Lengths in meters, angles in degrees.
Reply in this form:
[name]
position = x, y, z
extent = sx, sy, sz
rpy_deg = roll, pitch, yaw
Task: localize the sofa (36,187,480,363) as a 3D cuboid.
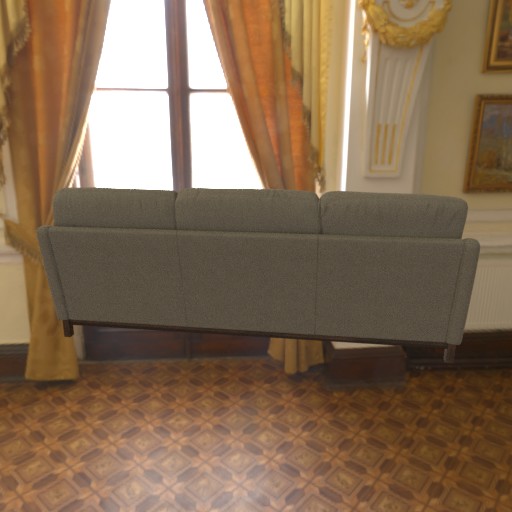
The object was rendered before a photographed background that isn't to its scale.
[sofa]
position = 0.000, 0.000, 2.803
extent = 2.344, 0.926, 0.987
rpy_deg = 2, 15, 8
